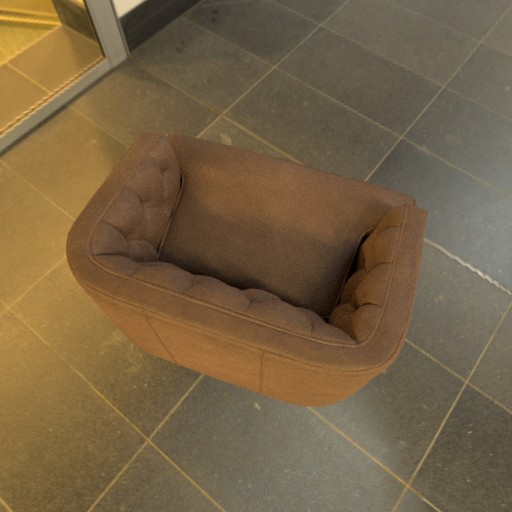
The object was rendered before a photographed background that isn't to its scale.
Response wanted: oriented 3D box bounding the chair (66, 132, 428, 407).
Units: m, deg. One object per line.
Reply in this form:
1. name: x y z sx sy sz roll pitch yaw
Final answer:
1. chair: 0.000 0.000 1.728 1.118 0.787 0.914 17 65 8
